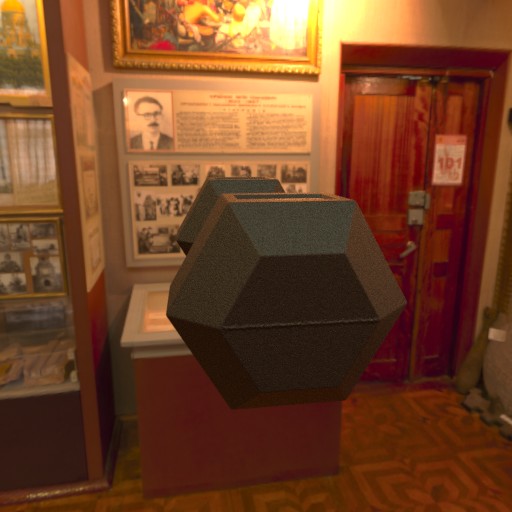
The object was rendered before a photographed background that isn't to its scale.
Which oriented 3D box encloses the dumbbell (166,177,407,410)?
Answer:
[{"bbox_3d":[0.000,0.000,0.430,0.157,0.137,0.361,-2,13,-8],"label":"dumbbell"}]
